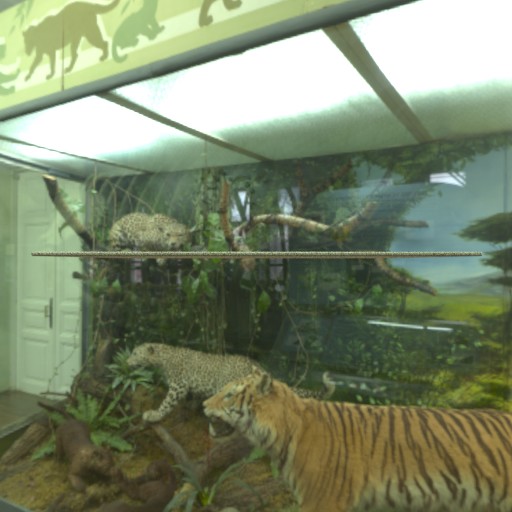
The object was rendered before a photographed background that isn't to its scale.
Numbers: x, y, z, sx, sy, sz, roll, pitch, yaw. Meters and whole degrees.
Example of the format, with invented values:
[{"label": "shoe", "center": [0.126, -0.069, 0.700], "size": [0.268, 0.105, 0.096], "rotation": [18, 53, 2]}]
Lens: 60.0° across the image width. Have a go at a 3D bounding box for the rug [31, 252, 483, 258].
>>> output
[{"label": "rug", "center": [0.000, 0.000, 4.180], "size": [3.047, 0.029, 2.438], "rotation": [0, -1, -1]}]
